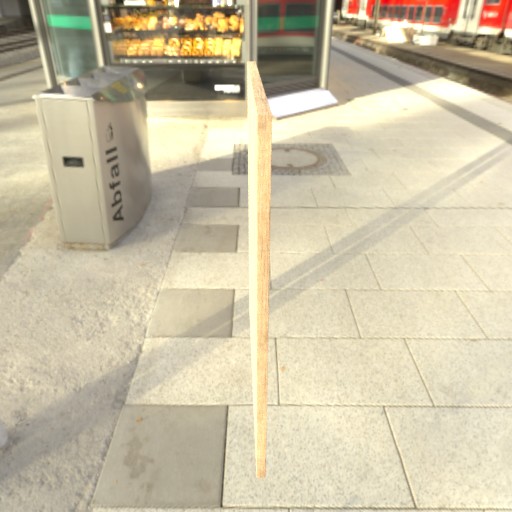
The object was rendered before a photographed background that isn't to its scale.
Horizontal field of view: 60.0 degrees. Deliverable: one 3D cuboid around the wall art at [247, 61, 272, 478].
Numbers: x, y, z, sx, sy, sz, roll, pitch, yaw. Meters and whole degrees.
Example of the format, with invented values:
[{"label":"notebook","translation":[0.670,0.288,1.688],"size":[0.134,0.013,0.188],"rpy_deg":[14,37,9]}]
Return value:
[{"label":"wall art","translation":[0.000,0.000,0.920],"size":[0.018,0.686,0.534],"rpy_deg":[-1,30,-2]}]
